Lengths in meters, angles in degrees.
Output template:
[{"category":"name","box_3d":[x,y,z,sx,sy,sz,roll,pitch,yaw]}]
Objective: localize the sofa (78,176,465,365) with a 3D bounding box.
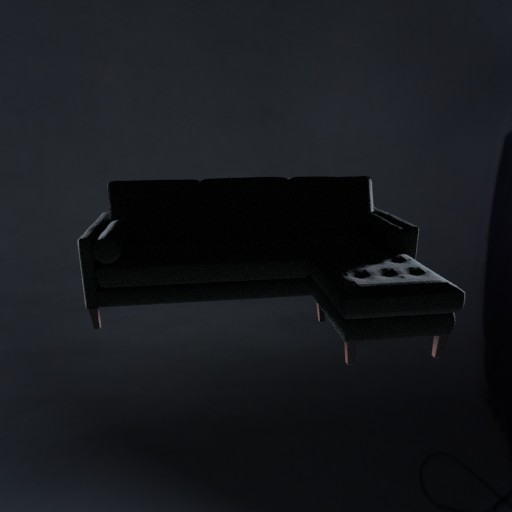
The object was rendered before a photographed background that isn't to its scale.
[{"category":"sofa","box_3d":[0.000,0.000,2.891,2.178,0.876,1.506,-2,17,-8]}]
